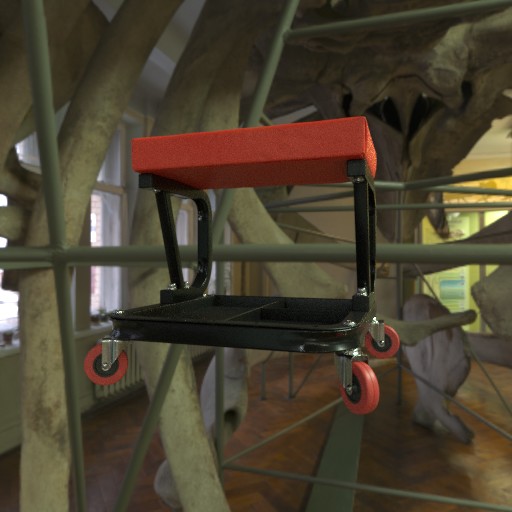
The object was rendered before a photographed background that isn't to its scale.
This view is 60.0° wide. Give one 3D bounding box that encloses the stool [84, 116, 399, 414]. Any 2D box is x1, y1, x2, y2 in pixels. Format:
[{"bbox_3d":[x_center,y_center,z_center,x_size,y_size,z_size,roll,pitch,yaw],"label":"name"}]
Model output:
[{"bbox_3d":[0.000,0.000,0.731,0.446,0.380,0.371,0,0,19],"label":"stool"}]
